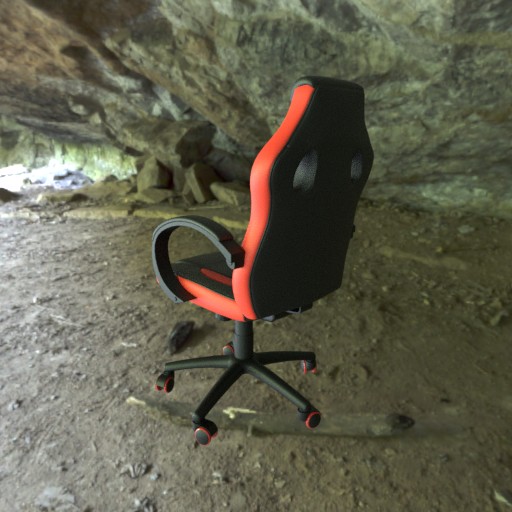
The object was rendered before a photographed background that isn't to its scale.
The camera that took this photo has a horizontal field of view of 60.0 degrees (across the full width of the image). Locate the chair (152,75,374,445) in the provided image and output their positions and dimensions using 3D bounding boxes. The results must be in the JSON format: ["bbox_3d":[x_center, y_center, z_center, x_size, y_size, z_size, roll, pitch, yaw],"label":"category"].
[{"bbox_3d":[0.000,0.000,1.416,0.600,1.016,0.642,-14,20,-43],"label":"chair"}]
